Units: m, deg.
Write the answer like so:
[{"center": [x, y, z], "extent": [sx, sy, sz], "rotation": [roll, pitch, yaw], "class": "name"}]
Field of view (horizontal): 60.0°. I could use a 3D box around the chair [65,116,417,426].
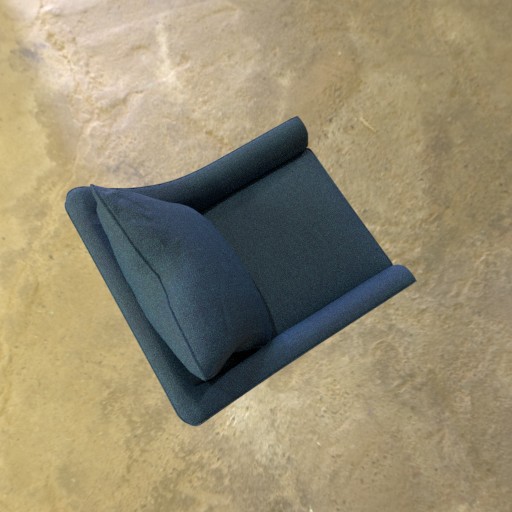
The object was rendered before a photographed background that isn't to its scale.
[{"center": [0.000, 0.000, 1.581], "extent": [0.870, 0.939, 0.750], "rotation": [-31, 78, -7], "class": "chair"}]
